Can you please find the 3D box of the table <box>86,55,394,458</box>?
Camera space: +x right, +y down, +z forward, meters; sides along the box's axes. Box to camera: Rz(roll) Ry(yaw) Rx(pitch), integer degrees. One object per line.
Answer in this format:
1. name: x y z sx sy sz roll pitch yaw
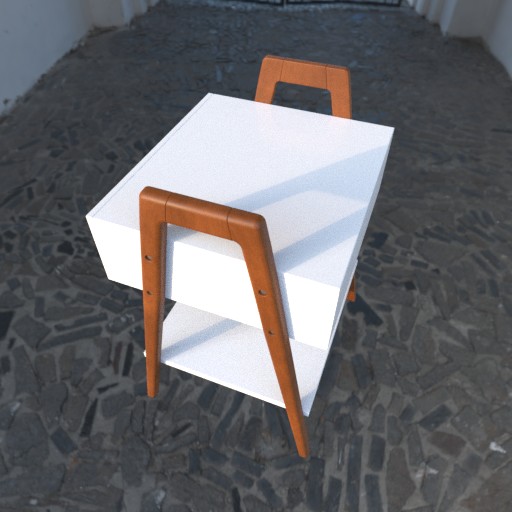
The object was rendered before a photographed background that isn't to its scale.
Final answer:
1. table: 0.000 0.000 0.889 0.405 0.610 0.457 16 48 15
